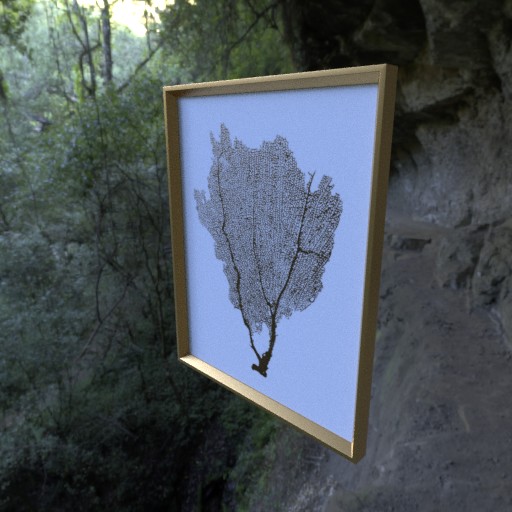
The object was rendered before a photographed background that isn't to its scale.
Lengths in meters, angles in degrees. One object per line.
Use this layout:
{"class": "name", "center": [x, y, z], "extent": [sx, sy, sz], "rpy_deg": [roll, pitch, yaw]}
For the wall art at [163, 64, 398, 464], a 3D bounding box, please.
{"class": "wall art", "center": [0.000, 0.000, 1.021], "extent": [0.610, 0.762, 0.038], "rpy_deg": [15, 22, 42]}
